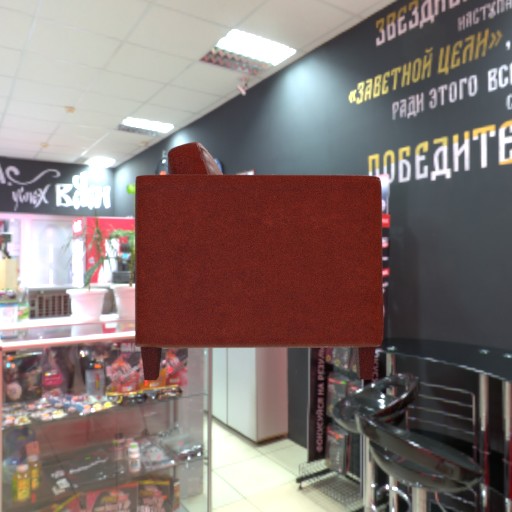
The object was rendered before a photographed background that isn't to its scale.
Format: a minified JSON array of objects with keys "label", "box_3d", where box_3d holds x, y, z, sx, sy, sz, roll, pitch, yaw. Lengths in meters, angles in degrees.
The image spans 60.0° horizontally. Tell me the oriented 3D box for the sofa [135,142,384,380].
[{"label":"sofa","box_3d":[0.000,0.000,2.710,0.950,0.932,2.204,0,0,-1]}]
